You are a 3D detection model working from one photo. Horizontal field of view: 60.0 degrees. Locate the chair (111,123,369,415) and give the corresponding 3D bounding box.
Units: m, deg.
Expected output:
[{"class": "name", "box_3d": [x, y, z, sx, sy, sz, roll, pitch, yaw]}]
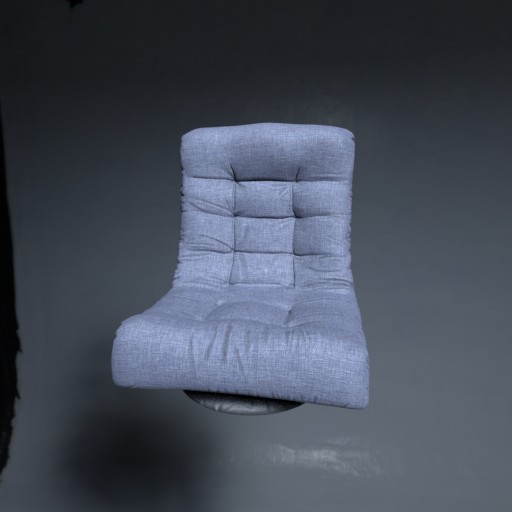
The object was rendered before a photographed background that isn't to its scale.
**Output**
[{"class": "chair", "box_3d": [0.000, 0.000, 1.238, 0.597, 0.749, 0.668, 2, 13, 9]}]
